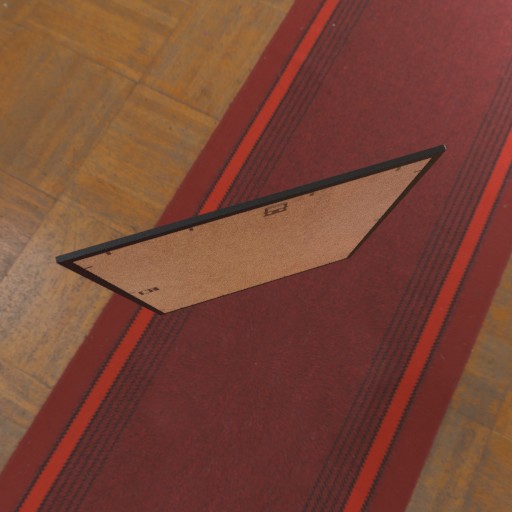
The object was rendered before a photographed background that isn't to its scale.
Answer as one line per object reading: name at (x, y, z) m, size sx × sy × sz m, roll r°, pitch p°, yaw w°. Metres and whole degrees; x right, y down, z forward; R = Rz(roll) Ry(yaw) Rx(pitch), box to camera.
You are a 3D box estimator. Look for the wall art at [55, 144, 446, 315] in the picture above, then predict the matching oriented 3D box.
wall art at (0.000, 0.000, 0.929) m, size 0.559 × 0.660 × 0.018 m, roll -17°, pitch 77°, yaw -4°
